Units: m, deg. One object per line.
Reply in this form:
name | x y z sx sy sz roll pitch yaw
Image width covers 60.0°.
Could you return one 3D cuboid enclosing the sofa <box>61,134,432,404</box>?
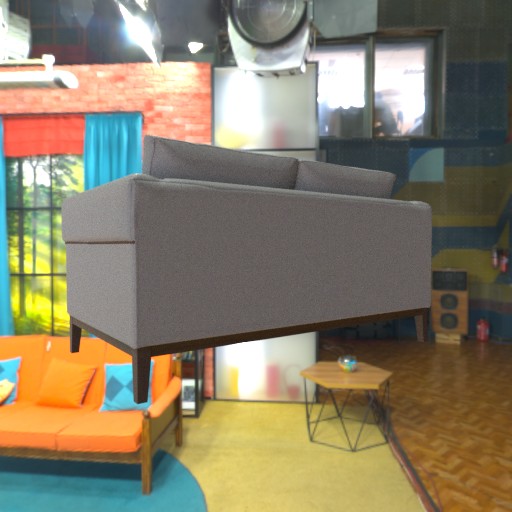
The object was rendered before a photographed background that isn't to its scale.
sofa | 0.000 0.000 2.145 1.598 0.873 0.899 -1 2 -36
